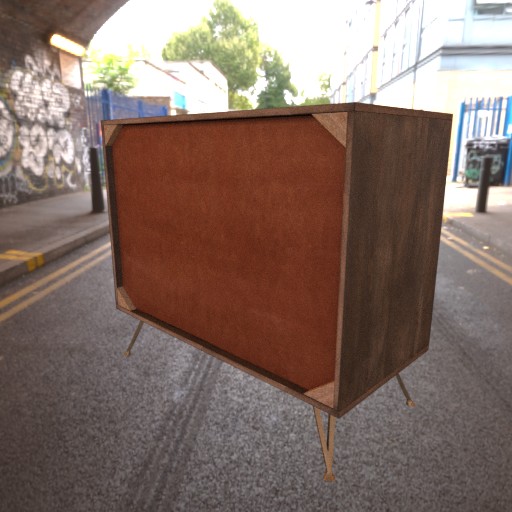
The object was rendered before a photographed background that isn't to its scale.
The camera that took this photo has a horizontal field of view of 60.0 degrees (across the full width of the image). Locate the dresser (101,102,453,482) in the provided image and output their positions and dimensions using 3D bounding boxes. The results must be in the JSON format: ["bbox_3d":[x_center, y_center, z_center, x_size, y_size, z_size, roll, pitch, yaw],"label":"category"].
[{"bbox_3d":[0.000,0.000,1.342,0.923,0.801,0.453,13,19,42],"label":"dresser"}]
